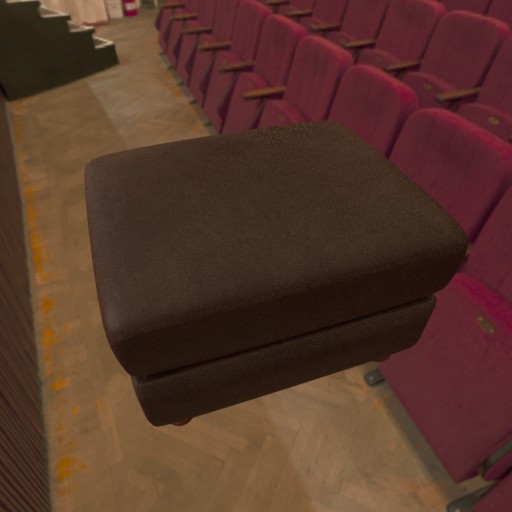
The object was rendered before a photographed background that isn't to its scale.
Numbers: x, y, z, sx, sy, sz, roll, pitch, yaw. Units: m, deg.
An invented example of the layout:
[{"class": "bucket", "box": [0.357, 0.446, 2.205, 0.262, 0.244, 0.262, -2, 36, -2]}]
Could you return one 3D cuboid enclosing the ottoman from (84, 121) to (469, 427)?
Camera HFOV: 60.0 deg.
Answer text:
[{"class": "ottoman", "box": [0.000, 0.000, 1.227, 0.806, 0.569, 0.670, -13, 42, -15]}]
